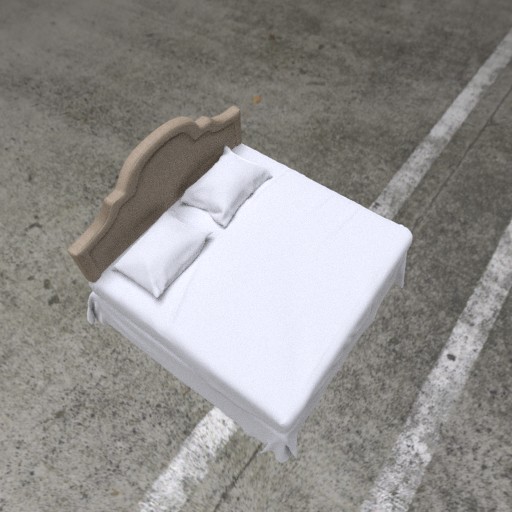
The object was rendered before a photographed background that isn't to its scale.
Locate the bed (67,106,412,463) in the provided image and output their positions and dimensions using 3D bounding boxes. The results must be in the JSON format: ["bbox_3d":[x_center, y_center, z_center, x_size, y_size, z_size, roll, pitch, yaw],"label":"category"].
[{"bbox_3d":[0.000,0.000,3.674,2.222,1.631,2.303,32,63,18],"label":"bed"}]
